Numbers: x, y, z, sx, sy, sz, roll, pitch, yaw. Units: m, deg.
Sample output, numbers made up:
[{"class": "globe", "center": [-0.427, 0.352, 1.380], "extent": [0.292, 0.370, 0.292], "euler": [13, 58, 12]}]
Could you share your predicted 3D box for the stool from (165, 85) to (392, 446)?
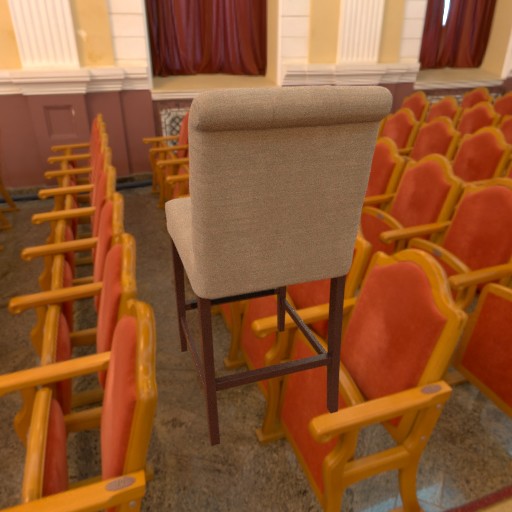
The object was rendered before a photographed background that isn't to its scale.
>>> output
[{"class": "stool", "center": [0.000, 0.000, 1.447], "extent": [0.486, 1.084, 0.660], "euler": [-8, 27, -17]}]
